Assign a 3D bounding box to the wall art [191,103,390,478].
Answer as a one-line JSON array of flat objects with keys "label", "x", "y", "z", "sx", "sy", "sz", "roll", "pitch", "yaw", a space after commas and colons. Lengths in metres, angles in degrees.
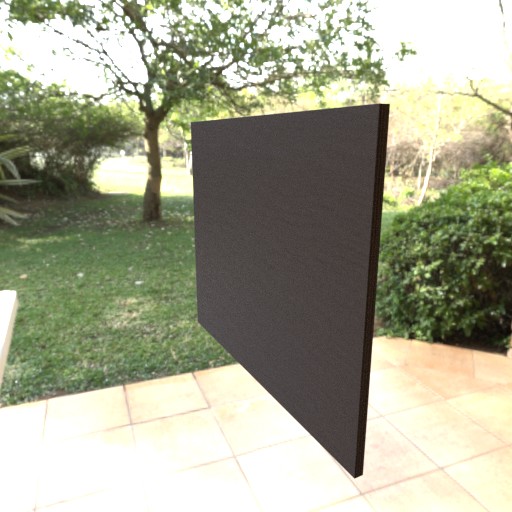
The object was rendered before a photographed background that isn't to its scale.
[{"label": "wall art", "x": 0.000, "y": 0.000, "z": 0.674, "sx": 0.013, "sy": 0.406, "sz": 0.508, "roll": -8, "pitch": 17, "yaw": -27}]
